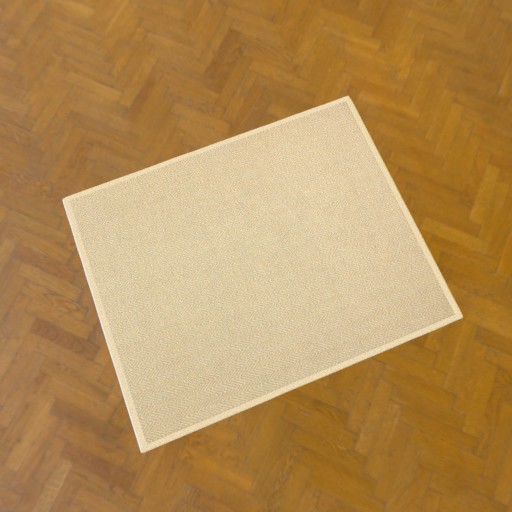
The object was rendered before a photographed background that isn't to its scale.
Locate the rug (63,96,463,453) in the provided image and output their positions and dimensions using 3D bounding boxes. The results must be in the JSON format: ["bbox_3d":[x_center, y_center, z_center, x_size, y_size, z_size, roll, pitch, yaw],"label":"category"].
[{"bbox_3d":[0.000,0.000,4.074,3.009,0.019,2.423,-21,77,-5],"label":"rug"}]
